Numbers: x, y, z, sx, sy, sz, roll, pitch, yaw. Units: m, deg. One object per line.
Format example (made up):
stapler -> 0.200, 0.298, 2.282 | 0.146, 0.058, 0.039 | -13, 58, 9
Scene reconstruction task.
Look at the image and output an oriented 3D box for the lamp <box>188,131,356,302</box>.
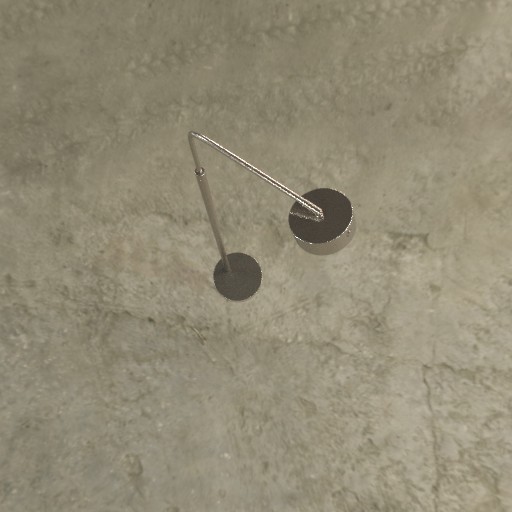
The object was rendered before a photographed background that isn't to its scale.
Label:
lamp -> 0.000, 0.000, 1.399 | 0.421, 1.250, 0.222 | 34, 78, 8
